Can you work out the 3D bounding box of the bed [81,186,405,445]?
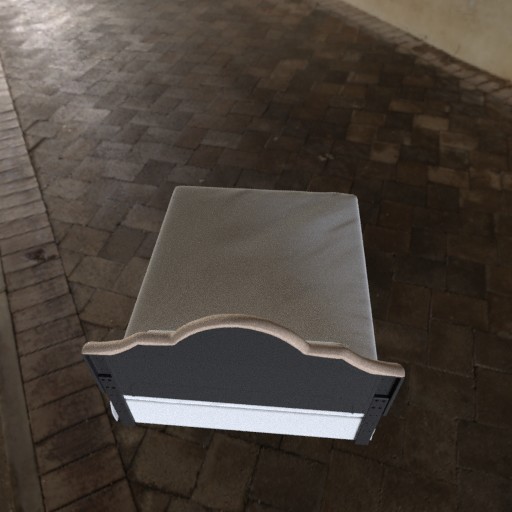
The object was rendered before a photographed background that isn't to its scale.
[{"bbox_3d":[0.000,0.000,2.991,1.667,1.194,1.970,3,46,3],"label":"bed"}]
